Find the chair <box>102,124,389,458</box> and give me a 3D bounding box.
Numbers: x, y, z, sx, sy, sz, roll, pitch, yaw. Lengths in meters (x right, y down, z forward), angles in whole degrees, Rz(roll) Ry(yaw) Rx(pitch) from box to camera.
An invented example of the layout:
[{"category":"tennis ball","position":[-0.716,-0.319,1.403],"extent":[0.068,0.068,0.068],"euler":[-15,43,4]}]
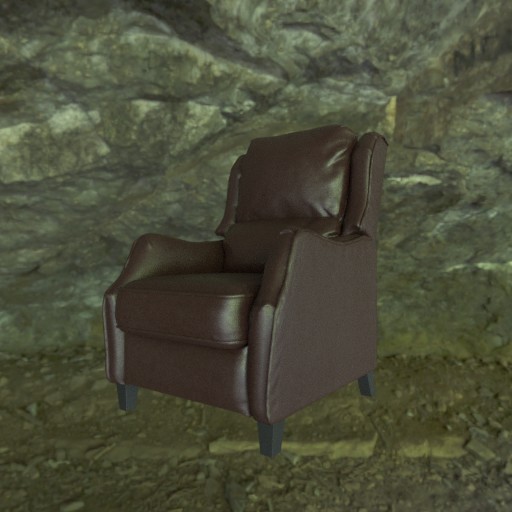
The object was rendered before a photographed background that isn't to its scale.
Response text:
[{"category":"chair","position":[0.000,0.000,1.748],"extent":[0.770,1.132,0.982],"euler":[0,0,36]}]
